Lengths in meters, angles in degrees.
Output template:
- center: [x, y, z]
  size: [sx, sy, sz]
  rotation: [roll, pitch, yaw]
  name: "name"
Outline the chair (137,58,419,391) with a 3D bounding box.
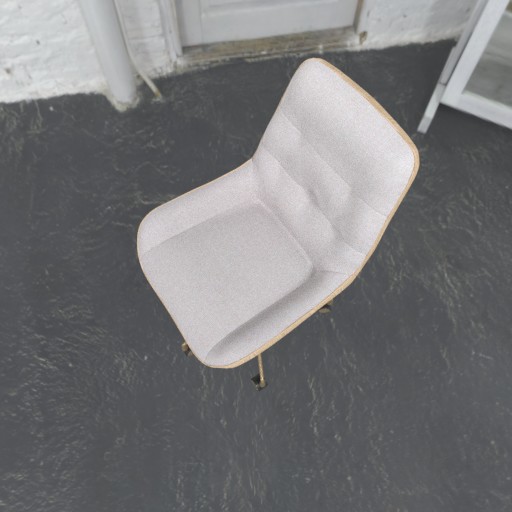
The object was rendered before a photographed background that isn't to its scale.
- center: [0.000, 0.000, 1.359]
  size: [0.668, 0.952, 0.564]
  rotation: [-32, 68, -14]
  name: "chair"
